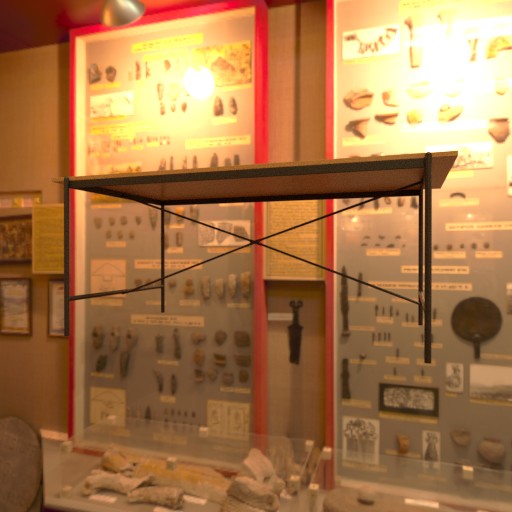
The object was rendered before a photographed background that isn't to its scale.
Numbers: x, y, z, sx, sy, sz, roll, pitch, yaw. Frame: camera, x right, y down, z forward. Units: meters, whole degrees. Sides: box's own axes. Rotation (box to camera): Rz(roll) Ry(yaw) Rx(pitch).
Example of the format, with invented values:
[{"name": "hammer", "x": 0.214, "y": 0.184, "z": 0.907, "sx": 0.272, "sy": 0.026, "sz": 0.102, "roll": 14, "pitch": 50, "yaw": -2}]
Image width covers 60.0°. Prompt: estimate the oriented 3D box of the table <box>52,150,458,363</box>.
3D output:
[{"name": "table", "x": 0.000, "y": 0.000, "z": 2.263, "sx": 1.800, "sy": 0.758, "sz": 0.900, "roll": 0, "pitch": 0, "yaw": 19}]
